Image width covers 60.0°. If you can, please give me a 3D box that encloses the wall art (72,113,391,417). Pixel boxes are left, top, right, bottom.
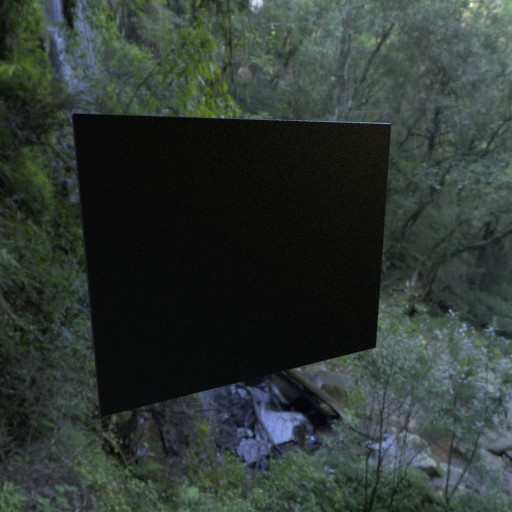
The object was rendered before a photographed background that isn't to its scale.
[{"bbox_3d":[0.000,0.000,0.775,0.558,0.457,0.031,-7,15,-26],"label":"wall art"}]
